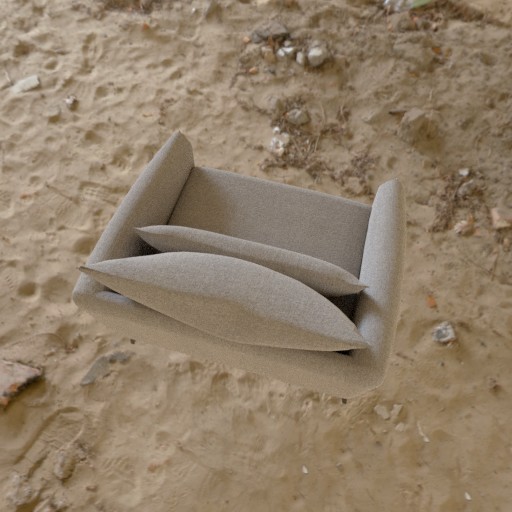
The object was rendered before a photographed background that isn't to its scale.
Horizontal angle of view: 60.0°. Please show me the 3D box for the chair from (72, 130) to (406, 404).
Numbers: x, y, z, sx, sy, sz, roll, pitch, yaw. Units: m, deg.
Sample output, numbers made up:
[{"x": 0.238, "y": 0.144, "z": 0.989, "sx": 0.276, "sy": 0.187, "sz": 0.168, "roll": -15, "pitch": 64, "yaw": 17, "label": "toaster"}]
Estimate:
[{"x": 0.000, "y": 0.000, "z": 1.622, "sx": 1.029, "sy": 0.856, "sz": 0.801, "roll": 14, "pitch": 64, "yaw": 7, "label": "chair"}]
